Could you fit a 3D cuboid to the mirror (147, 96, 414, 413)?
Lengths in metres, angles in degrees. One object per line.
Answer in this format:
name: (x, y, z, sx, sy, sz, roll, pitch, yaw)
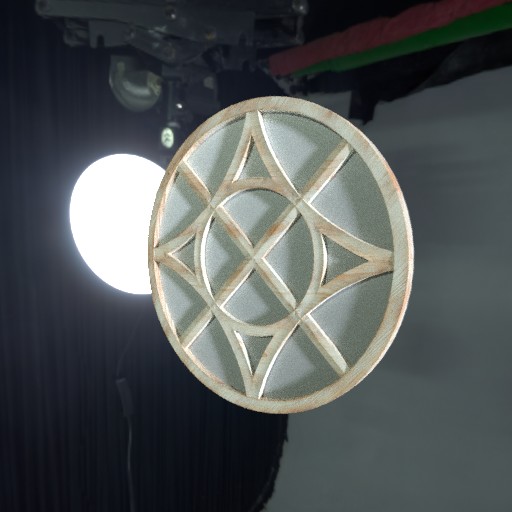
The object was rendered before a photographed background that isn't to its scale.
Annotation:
mirror: (0.000, 0.000, 1.029, 0.710, 0.710, 0.038, 1, 2, 35)
